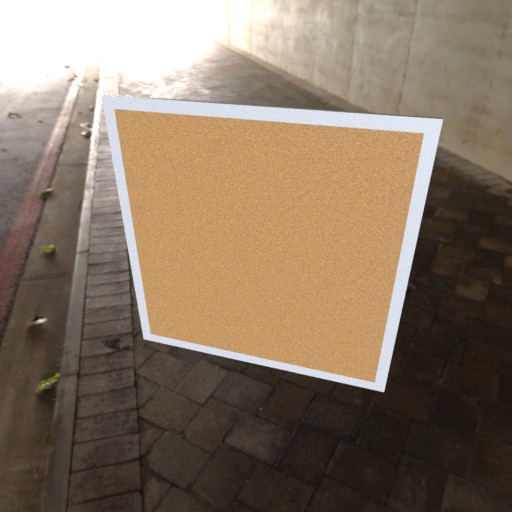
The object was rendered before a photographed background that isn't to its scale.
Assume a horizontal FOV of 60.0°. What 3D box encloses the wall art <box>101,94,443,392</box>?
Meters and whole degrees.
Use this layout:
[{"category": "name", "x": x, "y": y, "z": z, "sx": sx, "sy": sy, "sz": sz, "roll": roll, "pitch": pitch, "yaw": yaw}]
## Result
[{"category": "wall art", "x": 0.000, "y": 0.000, "z": 1.233, "sx": 0.812, "sy": 0.813, "sz": 0.013, "roll": 9, "pitch": 32, "yaw": 14}]
